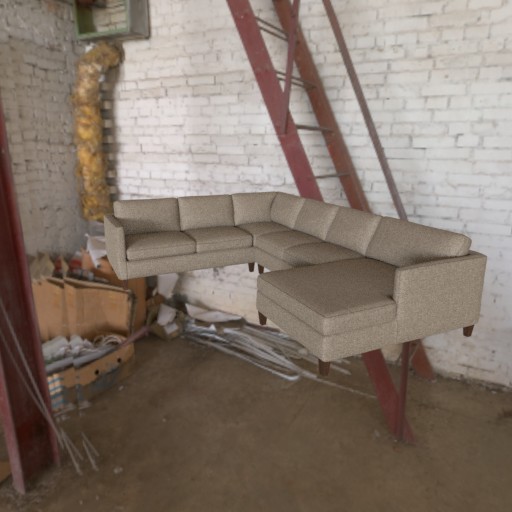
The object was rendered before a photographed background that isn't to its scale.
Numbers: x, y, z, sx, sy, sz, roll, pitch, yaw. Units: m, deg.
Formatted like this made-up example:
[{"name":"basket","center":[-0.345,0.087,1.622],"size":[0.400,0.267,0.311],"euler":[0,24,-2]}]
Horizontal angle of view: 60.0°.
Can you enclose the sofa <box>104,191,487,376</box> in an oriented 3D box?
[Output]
[{"name":"sofa","center":[0.000,0.000,4.529],"size":[2.551,0.889,3.403],"euler":[-7,17,-25]}]
